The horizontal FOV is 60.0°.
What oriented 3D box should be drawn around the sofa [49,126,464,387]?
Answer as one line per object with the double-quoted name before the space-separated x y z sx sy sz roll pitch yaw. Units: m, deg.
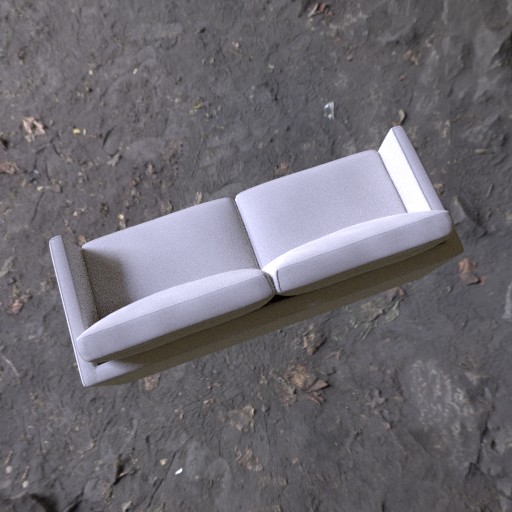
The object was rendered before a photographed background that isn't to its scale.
"sofa" 0.000 0.000 2.915 2.361 0.962 0.951 -19 76 -5
